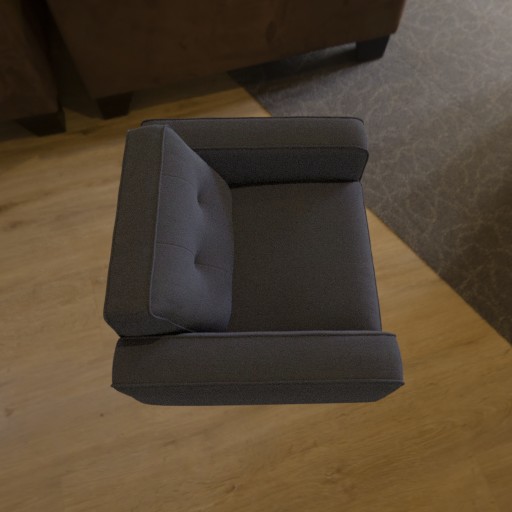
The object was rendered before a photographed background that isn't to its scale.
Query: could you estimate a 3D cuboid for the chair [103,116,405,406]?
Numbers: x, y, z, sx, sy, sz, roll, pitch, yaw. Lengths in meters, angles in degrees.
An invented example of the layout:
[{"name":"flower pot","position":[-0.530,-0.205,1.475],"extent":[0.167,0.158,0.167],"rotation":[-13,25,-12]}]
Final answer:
[{"name":"chair","position":[0.000,0.000,1.778],"extent":[0.953,0.783,1.118],"rotation":[-1,65,0]}]
